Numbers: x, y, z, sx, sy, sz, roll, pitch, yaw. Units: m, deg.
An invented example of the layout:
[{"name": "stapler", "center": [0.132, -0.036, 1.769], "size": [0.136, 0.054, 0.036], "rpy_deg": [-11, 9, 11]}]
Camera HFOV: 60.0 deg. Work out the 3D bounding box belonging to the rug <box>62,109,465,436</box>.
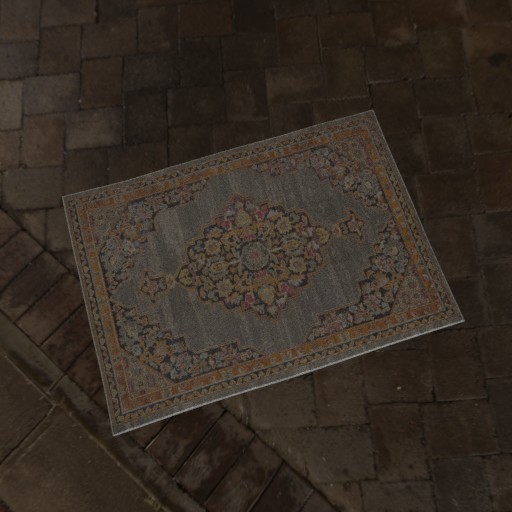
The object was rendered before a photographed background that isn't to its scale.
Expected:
[{"name": "rug", "center": [0.000, 0.000, 3.709], "size": [2.901, 0.026, 2.043], "rpy_deg": [-17, 75, -5]}]
